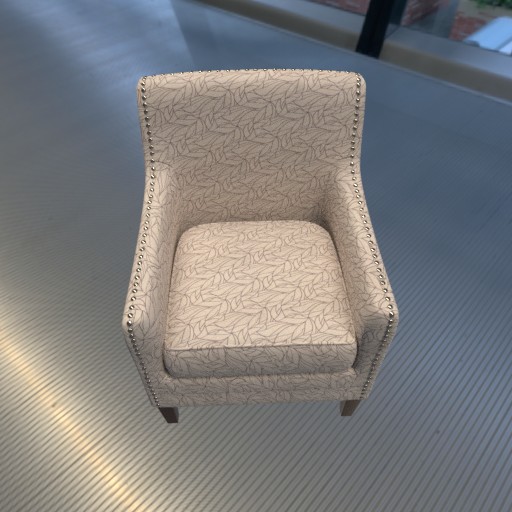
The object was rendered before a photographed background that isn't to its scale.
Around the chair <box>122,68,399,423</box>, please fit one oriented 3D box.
[{"bbox_3d":[0.000,0.000,1.274,0.623,0.816,0.651,-2,47,-2],"label":"chair"}]
